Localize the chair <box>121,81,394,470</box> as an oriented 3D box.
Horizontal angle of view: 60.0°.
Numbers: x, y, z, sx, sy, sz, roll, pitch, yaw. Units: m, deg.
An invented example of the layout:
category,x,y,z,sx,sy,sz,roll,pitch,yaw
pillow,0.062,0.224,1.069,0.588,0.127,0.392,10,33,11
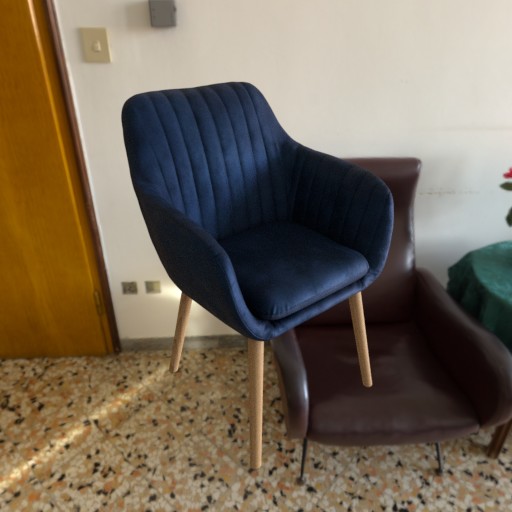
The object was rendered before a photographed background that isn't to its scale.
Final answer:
category,x,y,z,sx,sy,sz,roll,pitch,yaw
chair,0.000,0.000,1.227,0.578,0.826,0.573,-22,36,-33
